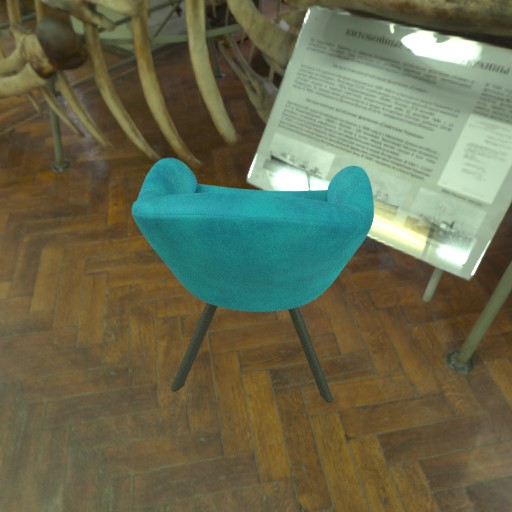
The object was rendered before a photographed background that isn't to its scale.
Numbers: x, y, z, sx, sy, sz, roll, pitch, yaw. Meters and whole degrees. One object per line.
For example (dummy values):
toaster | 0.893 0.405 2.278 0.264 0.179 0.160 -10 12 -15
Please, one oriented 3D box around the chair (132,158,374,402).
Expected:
chair | 0.000 0.000 1.189 0.550 0.795 0.590 3 46 3
